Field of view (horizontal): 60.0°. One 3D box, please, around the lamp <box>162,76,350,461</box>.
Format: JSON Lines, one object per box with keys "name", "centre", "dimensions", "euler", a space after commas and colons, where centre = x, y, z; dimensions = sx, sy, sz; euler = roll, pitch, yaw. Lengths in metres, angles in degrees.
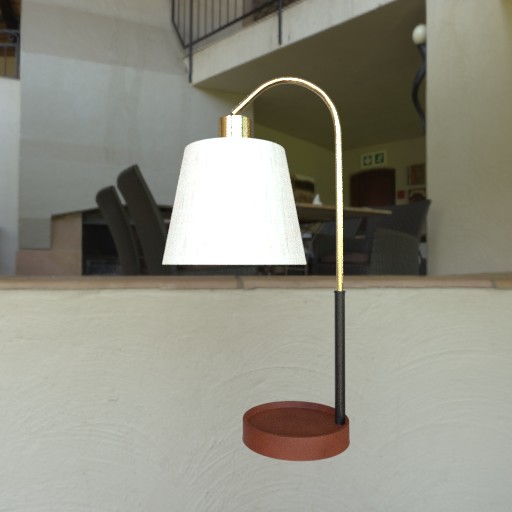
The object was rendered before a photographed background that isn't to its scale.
{"name": "lamp", "centre": [0.000, 0.000, 0.657], "dimensions": [0.273, 0.536, 0.211], "euler": [0, -1, 0]}
